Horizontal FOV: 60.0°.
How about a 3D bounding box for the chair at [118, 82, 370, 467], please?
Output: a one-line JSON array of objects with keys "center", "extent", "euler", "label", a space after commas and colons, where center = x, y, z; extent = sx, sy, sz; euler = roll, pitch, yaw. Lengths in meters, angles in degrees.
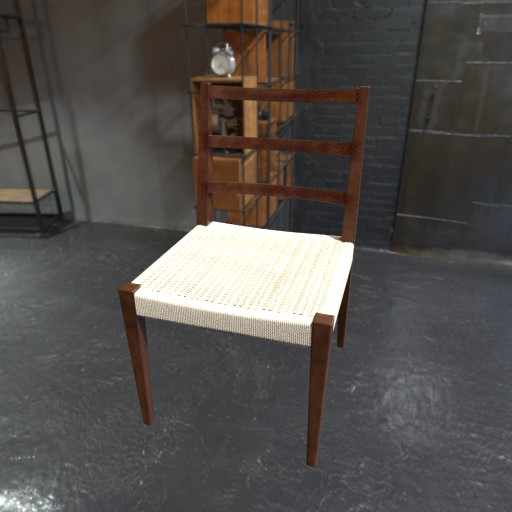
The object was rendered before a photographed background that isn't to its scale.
[{"center": [0.000, 0.000, 1.168], "extent": [0.480, 0.813, 0.551], "euler": [7, 26, 15], "label": "chair"}]
